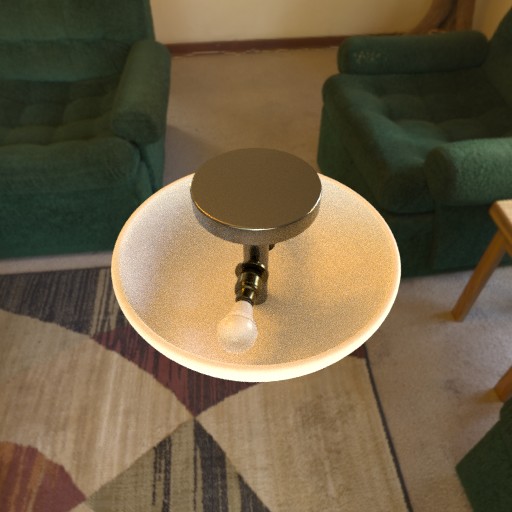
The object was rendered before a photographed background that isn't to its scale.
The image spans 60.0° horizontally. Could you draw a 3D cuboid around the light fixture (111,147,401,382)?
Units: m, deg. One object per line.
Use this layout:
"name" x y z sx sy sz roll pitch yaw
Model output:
"light fixture" 0.000 0.000 0.529 0.330 0.214 0.330 0 47 0
